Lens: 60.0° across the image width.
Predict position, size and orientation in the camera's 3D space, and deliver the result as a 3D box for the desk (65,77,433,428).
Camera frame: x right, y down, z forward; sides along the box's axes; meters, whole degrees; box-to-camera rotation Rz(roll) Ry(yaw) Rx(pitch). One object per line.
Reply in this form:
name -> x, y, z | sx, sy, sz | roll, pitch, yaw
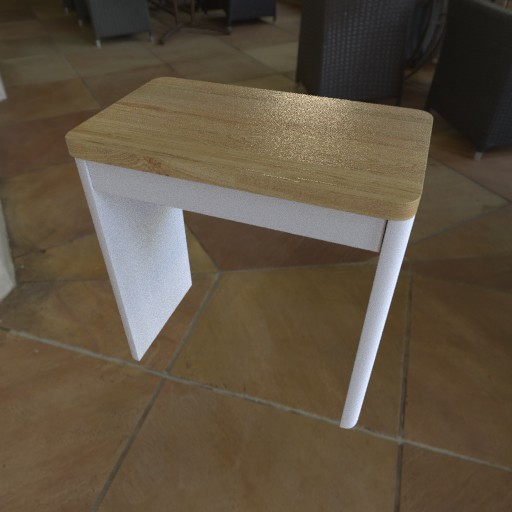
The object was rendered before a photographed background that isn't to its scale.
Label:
desk -> 0.000, 0.000, 1.273 | 0.760, 0.790, 0.440 | 13, 42, 15
